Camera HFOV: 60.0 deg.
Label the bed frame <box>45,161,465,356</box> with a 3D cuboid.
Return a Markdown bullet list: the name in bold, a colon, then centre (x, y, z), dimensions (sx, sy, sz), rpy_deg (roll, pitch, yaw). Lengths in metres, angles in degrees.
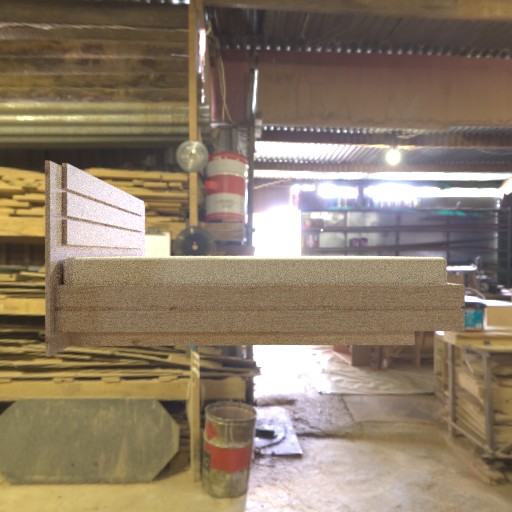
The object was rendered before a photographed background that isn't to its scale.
- **bed frame**: centre (0.000, 0.000, 3.147), dimensions (2.080, 0.970, 1.950), rpy_deg (0, 0, -1)
